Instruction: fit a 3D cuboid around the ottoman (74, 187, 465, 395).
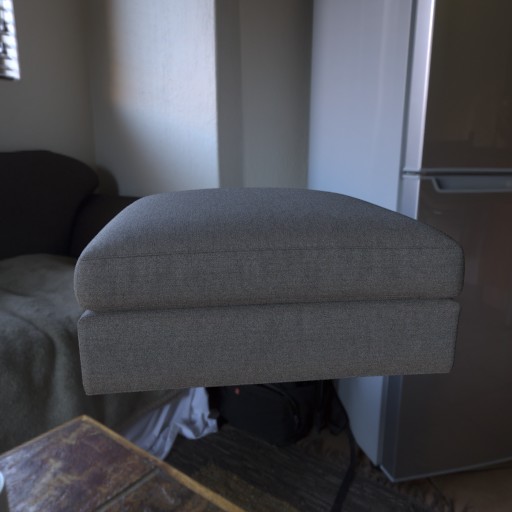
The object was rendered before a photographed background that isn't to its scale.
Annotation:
[{"bbox_3d":[0.000,0.000,1.635,1.041,0.470,1.041,-2,14,-7],"label":"ottoman"}]
